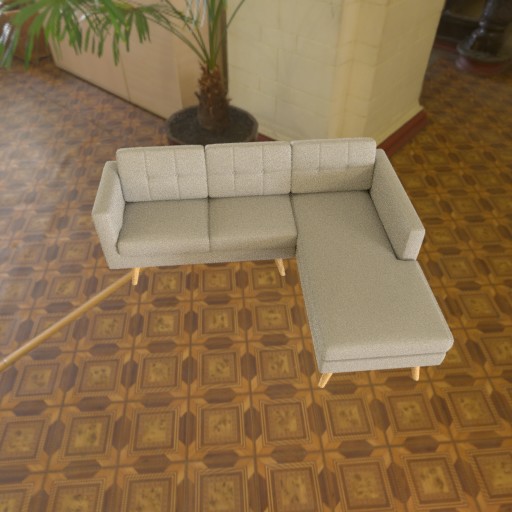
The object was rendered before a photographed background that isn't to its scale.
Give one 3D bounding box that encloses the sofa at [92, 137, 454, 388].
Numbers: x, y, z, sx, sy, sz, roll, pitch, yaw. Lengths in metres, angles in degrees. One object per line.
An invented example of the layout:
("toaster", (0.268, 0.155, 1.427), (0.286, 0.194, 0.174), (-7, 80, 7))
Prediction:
("sofa", (0.000, 0.000, 2.867), (2.040, 0.860, 1.530), (-3, 45, -3))
